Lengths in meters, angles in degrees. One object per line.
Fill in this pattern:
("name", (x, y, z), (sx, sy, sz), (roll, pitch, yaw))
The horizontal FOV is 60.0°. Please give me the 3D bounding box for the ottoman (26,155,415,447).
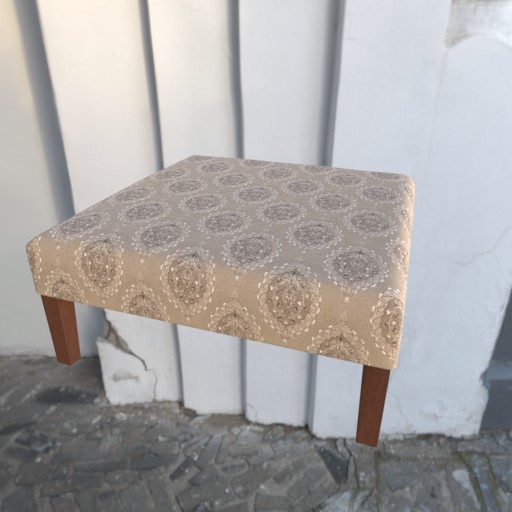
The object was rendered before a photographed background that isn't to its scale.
("ottoman", (0.000, 0.000, 1.384), (0.889, 0.411, 0.890), (9, 28, 17))
